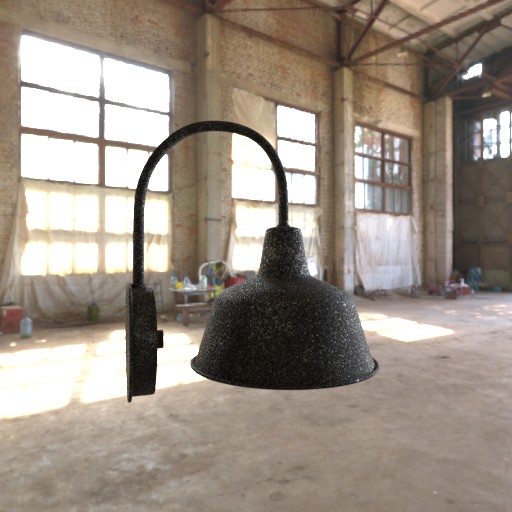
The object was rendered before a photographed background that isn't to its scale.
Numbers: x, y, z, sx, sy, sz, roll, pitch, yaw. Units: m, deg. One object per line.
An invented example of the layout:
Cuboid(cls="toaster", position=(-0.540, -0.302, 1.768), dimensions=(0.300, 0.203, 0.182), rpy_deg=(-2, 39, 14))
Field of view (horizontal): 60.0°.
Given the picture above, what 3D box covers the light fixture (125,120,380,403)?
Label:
Cuboid(cls="light fixture", position=(0.000, 0.000, 0.506), dimensions=(0.283, 0.300, 0.216), rpy_deg=(0, 0, -18))
